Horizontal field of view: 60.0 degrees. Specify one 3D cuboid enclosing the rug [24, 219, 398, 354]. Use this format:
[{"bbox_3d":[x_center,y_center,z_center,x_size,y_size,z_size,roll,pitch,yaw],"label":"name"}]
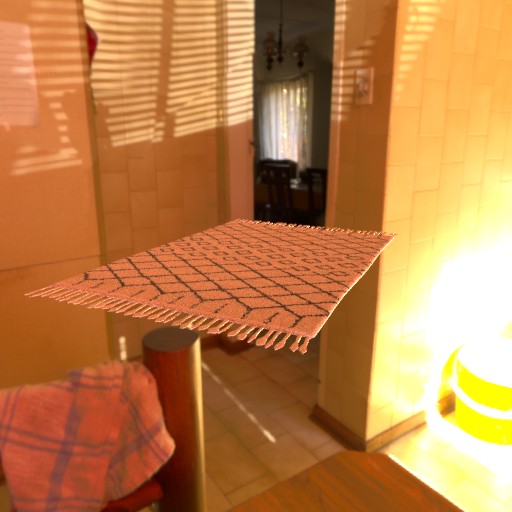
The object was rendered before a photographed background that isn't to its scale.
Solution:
[{"bbox_3d":[0.000,0.000,3.278,1.664,0.029,2.615,7,17,25],"label":"rug"}]
